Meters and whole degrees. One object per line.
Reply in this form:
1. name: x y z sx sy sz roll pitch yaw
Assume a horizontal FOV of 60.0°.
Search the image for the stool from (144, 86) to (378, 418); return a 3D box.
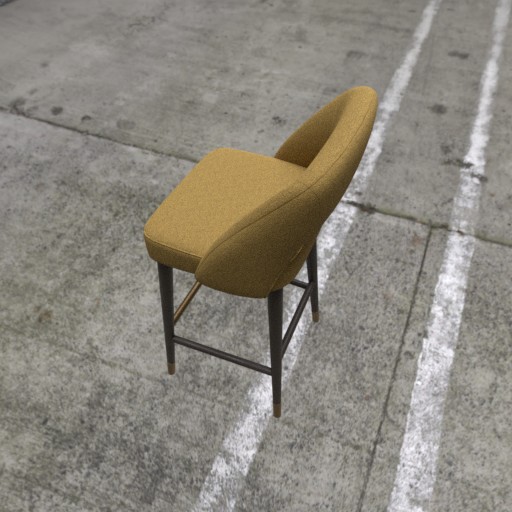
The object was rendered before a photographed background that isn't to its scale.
1. stool: 0.000 0.000 1.353 0.522 1.032 0.536 17 49 16
